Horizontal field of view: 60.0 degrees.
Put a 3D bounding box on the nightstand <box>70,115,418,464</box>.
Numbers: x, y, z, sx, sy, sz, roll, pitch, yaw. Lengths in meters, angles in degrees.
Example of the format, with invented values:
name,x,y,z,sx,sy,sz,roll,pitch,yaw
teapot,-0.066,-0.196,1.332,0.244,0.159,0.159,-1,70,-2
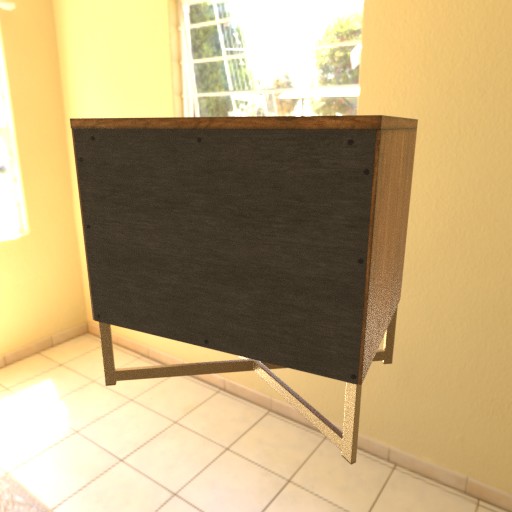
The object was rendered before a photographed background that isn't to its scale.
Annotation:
name,x,y,z,sx,sy,sz,roll,pitch,yaw
nightstand,0.000,0.000,1.032,0.610,0.610,0.446,8,18,25
